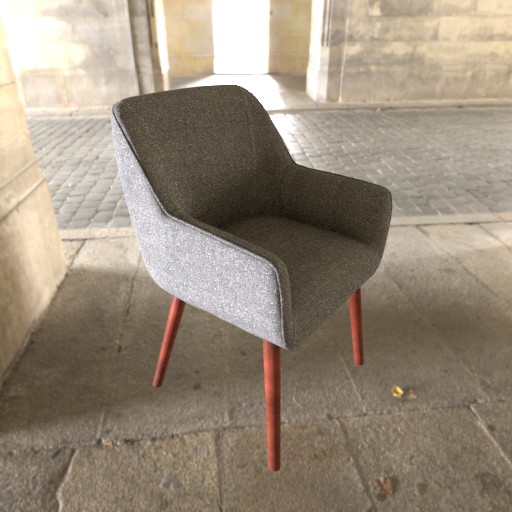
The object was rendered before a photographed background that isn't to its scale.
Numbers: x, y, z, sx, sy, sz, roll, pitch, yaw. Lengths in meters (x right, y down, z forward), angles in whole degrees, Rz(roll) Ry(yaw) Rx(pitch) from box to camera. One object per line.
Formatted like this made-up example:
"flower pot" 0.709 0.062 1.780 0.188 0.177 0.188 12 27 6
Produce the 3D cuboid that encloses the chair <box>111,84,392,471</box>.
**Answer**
"chair" 0.000 0.000 1.174 0.519 0.803 0.543 19 33 32
